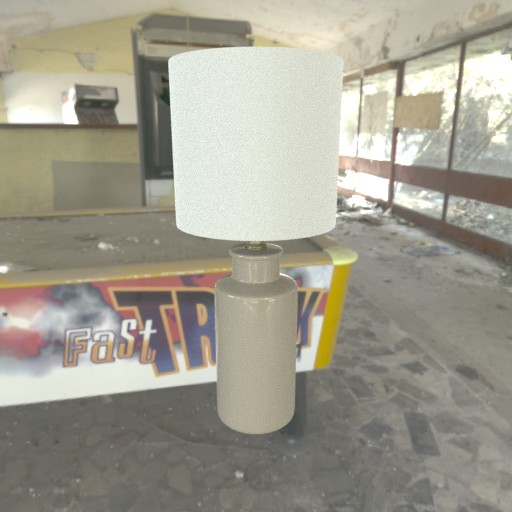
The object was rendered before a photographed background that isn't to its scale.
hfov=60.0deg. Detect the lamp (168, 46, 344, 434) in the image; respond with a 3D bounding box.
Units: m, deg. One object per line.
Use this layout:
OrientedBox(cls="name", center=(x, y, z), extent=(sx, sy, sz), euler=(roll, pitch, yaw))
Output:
OrientedBox(cls="lamp", center=(0.000, 0.000, 0.611), extent=(0.212, 0.493, 0.212), euler=(7, 17, 25))
